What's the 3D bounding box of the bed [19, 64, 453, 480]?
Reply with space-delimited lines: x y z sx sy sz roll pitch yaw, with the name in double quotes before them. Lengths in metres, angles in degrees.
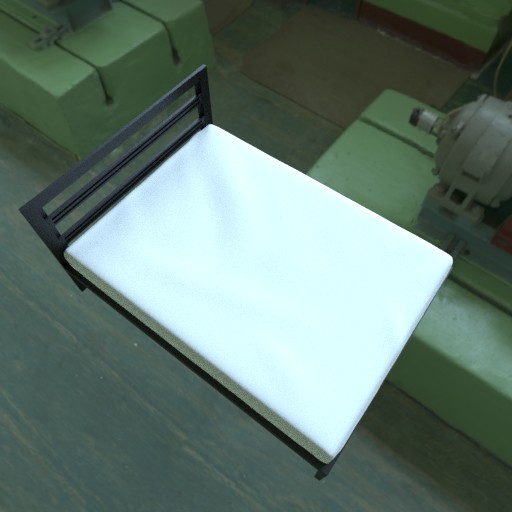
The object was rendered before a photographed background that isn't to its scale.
"bed" 0.000 0.000 2.783 2.062 0.967 1.524 33 65 18
